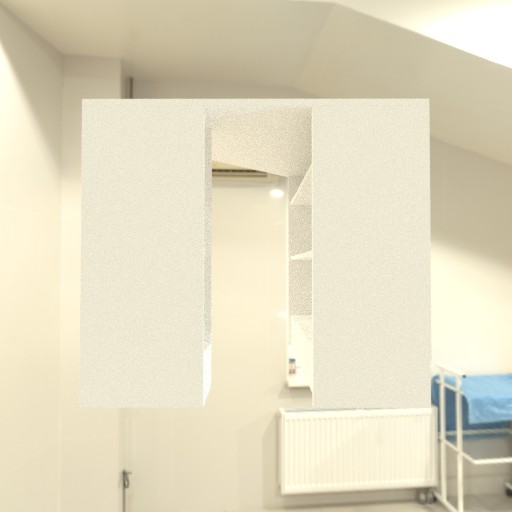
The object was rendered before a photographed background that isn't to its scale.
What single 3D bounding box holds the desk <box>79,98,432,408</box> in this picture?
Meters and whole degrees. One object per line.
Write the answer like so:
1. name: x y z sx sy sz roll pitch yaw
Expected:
1. desk: 0.000 0.000 1.643 0.926 0.818 0.940 0 -1 0
